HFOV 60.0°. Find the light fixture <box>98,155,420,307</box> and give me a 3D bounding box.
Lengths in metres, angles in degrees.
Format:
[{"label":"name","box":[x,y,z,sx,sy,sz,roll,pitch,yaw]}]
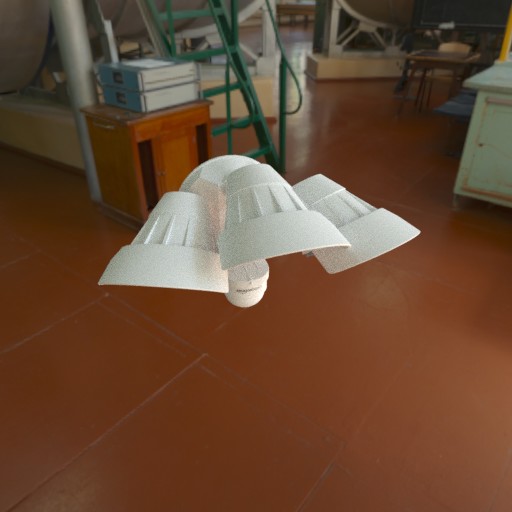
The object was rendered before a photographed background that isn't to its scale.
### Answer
[{"label":"light fixture","box":[0.000,0.000,0.556,0.369,0.237,0.278,-9,33,-14]}]
